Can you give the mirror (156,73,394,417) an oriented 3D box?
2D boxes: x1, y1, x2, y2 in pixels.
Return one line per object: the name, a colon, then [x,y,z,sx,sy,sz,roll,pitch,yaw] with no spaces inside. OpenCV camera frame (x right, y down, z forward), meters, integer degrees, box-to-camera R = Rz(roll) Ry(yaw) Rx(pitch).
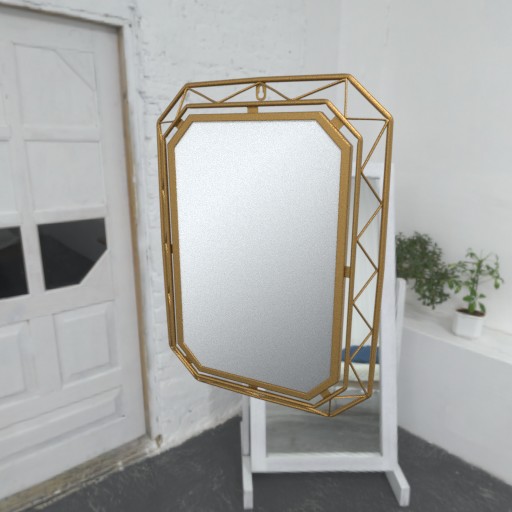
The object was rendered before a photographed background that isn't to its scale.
mirror: [0.000,0.000,0.745,0.417,0.566,0.042,7,17,25]
